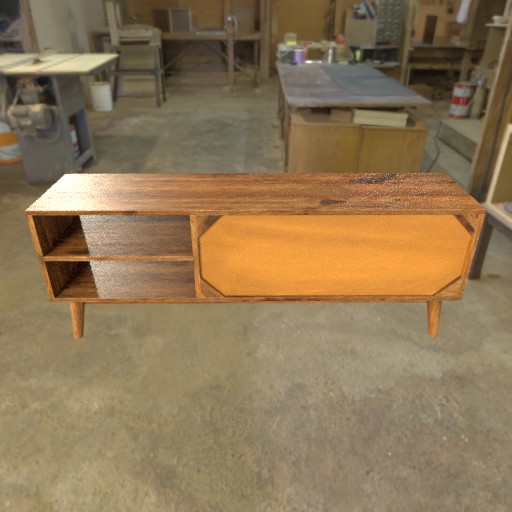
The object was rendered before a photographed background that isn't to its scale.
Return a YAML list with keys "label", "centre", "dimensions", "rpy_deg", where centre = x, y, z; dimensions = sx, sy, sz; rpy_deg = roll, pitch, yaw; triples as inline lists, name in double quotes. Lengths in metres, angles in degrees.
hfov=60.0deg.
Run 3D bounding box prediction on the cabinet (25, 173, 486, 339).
- label: "cabinet"
  centre: [0.000, 0.000, 1.673]
  dimensions: [1.448, 0.528, 0.349]
  rpy_deg: [0, 30, 0]
